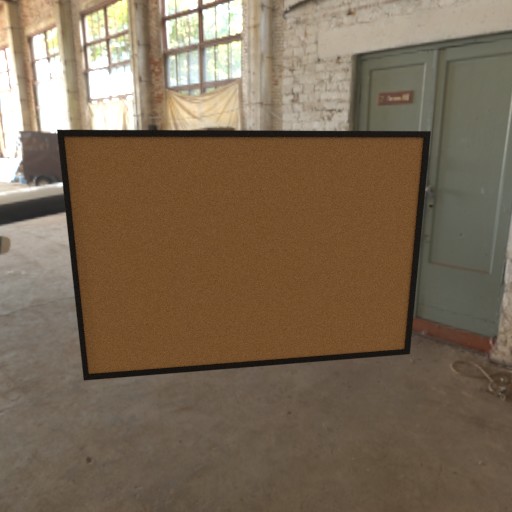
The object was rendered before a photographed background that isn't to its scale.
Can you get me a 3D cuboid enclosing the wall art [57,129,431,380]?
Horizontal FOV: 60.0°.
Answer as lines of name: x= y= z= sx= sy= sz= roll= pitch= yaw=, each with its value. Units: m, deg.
wall art: x=0.000 y=0.000 z=1.220 sx=0.963 sy=0.665 sz=0.013 roll=-2 pitch=15 yaw=-9
